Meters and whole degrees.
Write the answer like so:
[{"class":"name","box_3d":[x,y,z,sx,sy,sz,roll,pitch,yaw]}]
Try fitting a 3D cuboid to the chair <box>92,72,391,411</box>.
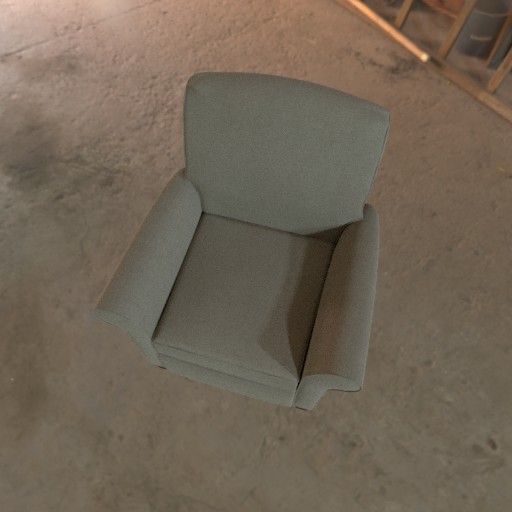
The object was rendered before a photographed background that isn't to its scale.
[{"class":"chair","box_3d":[0.000,0.000,1.793,0.978,1.061,0.905,14,60,8]}]
